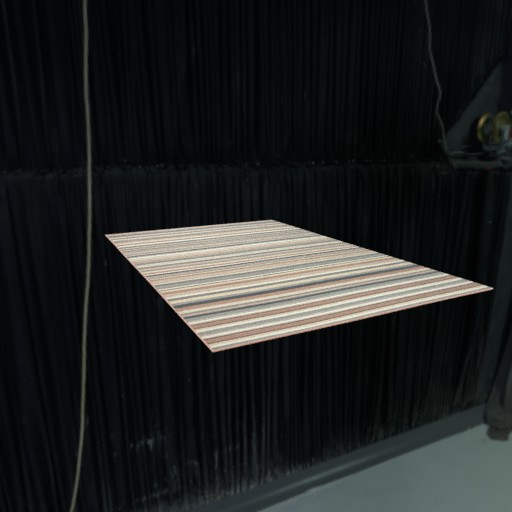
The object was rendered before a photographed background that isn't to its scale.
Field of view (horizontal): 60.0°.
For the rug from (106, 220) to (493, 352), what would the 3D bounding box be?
[{"bbox_3d":[0.000,0.000,2.309,1.219,0.008,1.829,-7,16,-26],"label":"rug"}]
